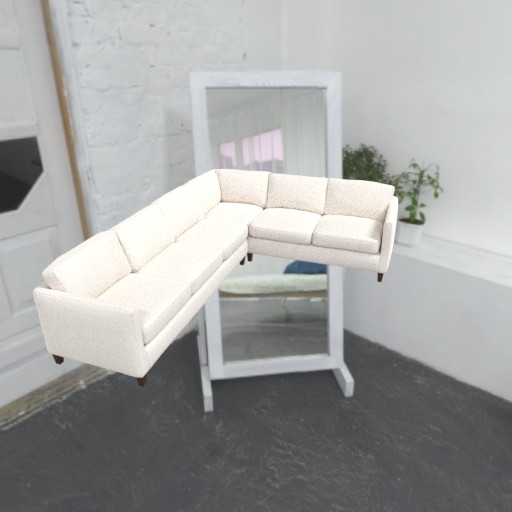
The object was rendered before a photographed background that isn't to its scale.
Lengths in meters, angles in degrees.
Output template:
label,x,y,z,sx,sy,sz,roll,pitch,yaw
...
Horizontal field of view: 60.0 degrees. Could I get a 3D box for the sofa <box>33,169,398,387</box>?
label,x,y,z,sx,sy,sz,roll,pitch,yaw
sofa,0.000,0.000,4.504,2.593,0.947,3.302,9,27,17
